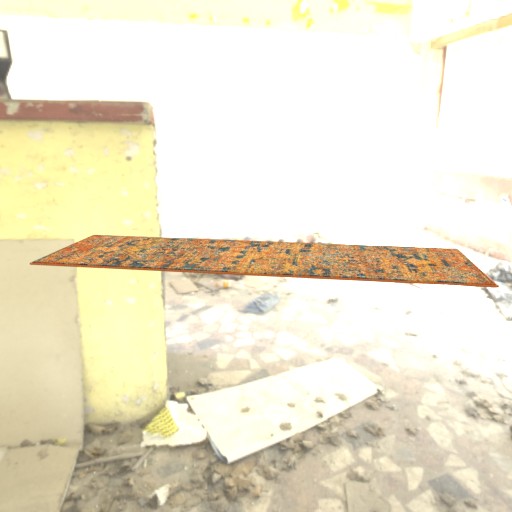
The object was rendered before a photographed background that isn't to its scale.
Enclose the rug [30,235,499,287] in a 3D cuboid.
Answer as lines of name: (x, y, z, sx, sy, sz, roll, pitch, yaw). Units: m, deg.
rug: (0.000, 0.000, 2.429, 2.274, 0.016, 0.651, 2, 16, 9)
